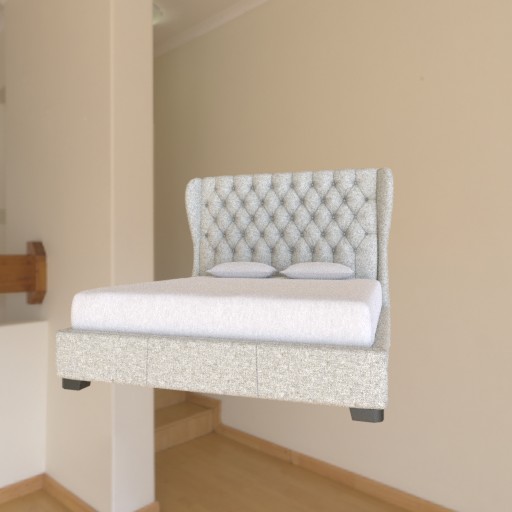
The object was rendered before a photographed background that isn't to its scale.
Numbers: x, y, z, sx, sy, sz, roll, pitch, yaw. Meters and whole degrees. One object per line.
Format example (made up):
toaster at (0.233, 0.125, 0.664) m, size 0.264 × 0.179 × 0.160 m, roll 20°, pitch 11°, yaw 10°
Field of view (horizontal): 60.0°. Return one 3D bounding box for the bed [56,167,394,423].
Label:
bed at (0.000, 0.000, 3.743) m, size 2.219 × 1.771 × 2.347 m, roll 0°, pitch 0°, yaw 17°
